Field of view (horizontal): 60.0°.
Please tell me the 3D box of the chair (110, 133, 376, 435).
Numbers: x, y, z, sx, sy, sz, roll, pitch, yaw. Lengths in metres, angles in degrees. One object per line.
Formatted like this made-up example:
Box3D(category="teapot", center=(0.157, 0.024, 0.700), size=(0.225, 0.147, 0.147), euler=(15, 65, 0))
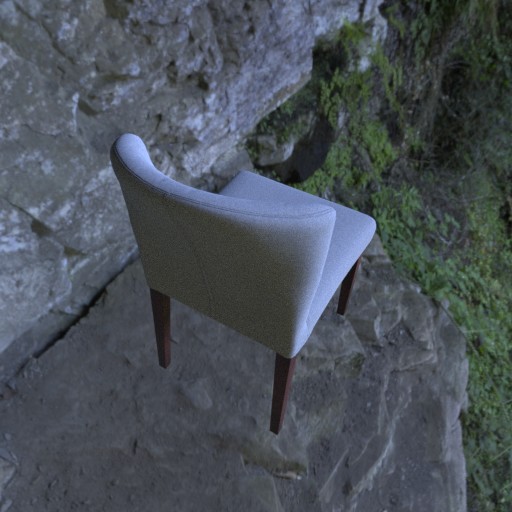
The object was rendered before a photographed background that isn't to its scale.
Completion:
Box3D(category="chair", center=(0.000, 0.000, 1.207), size=(0.491, 0.839, 0.592), euler=(24, 51, 21))
